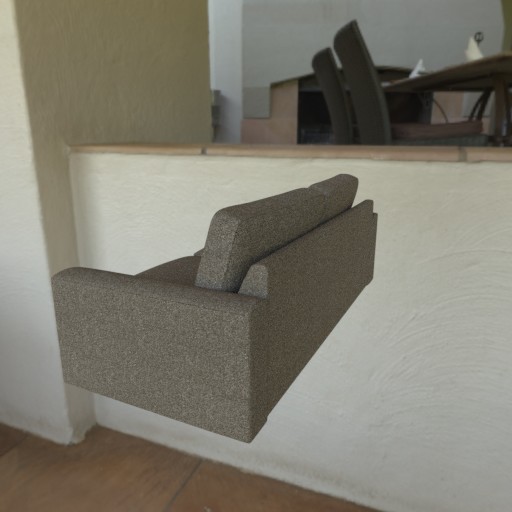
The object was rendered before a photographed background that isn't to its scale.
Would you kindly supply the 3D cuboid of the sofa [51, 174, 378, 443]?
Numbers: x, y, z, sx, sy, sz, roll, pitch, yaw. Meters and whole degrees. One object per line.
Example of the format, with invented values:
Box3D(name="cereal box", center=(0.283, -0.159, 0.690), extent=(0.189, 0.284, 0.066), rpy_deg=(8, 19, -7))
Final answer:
Box3D(name="sofa", center=(0.000, 0.000, 2.691), extent=(1.016, 0.873, 2.179), rpy_deg=(8, 17, 25))
